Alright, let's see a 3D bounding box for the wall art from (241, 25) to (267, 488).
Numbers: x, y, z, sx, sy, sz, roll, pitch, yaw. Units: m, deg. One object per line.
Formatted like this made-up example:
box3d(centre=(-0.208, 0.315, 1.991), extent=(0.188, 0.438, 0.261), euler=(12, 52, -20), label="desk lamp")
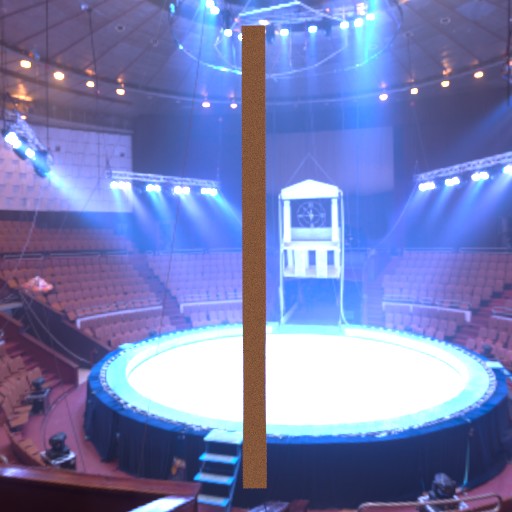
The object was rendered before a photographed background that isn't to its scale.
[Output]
box3d(centre=(0.000, 0.000, 0.746), extent=(0.030, 0.549, 0.443), euler=(0, 1, 1), label="wall art")
